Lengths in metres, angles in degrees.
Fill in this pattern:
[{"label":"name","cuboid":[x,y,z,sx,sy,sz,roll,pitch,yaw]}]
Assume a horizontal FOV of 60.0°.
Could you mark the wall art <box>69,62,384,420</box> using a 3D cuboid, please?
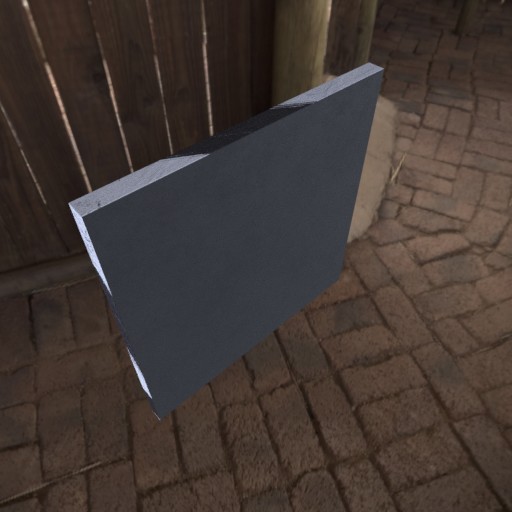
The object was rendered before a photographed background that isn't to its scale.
[{"label":"wall art","cuboid":[0.000,0.000,1.148,0.765,0.765,0.046,-34,55,-27]}]
